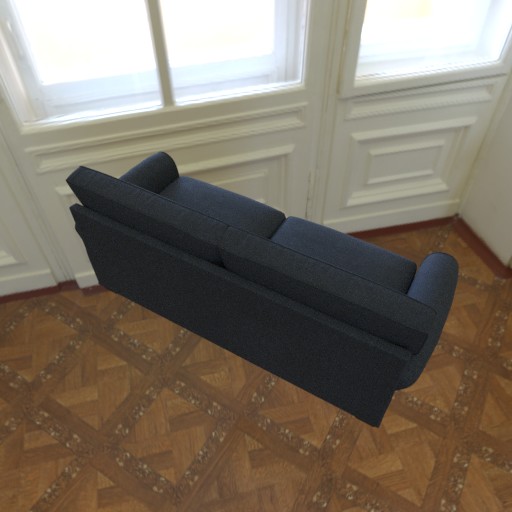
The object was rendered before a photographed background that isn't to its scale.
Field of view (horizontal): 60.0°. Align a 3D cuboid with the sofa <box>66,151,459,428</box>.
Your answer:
[{"bbox_3d":[0.000,0.000,2.901,2.391,1.026,0.954,23,51,20],"label":"sofa"}]
